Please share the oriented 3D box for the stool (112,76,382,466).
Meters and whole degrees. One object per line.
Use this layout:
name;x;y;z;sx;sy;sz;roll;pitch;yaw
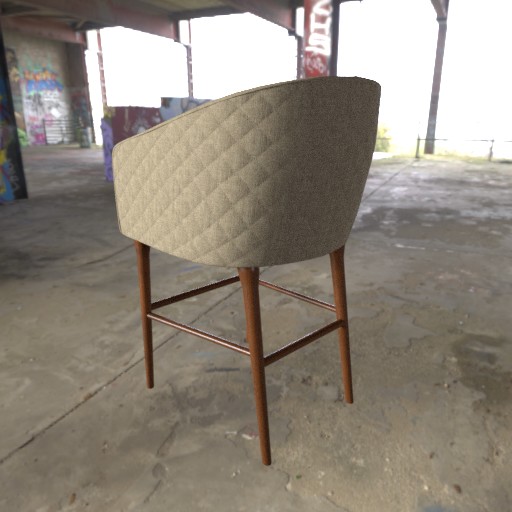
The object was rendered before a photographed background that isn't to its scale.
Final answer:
stool;0.000;0.000;1.307;0.559;0.952;0.635;-16;24;-41
